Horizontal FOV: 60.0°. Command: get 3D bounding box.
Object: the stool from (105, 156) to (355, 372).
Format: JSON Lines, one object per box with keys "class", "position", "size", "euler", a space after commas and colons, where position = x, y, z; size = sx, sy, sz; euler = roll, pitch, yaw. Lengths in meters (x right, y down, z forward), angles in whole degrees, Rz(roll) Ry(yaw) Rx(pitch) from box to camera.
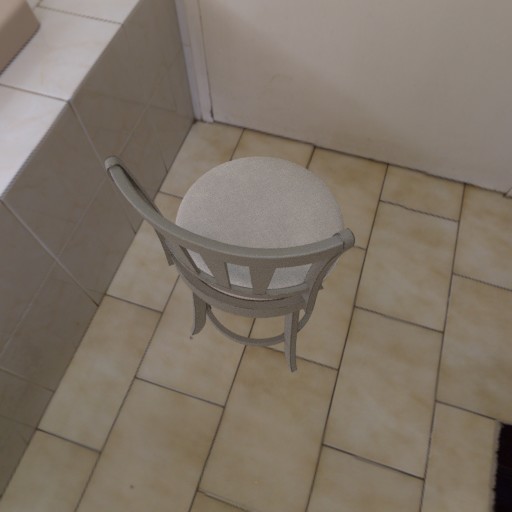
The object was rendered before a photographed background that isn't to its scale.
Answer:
{"class": "stool", "position": [0.000, 0.000, 1.234], "size": [0.450, 0.994, 0.486], "euler": [18, 64, 9]}
